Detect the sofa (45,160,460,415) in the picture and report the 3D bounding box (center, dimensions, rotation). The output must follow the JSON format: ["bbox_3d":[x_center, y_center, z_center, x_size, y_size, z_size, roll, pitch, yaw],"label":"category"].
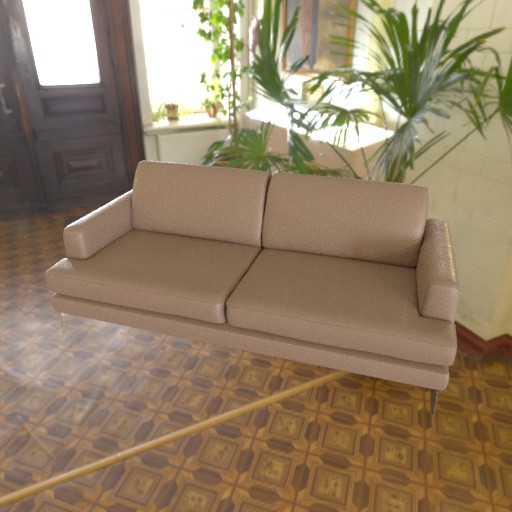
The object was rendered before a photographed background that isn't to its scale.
[{"bbox_3d":[0.000,0.000,2.349,1.940,0.765,0.974,8,28,16],"label":"sofa"}]
